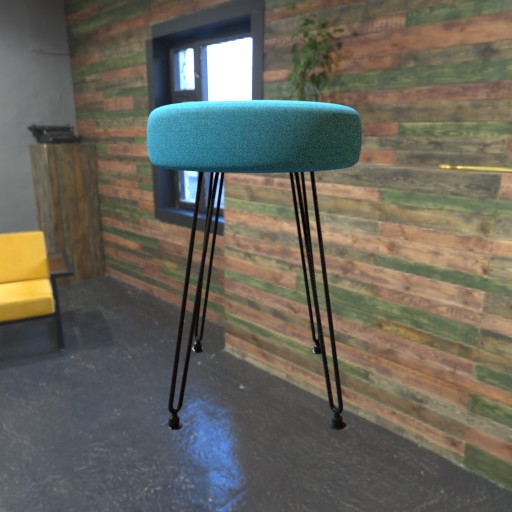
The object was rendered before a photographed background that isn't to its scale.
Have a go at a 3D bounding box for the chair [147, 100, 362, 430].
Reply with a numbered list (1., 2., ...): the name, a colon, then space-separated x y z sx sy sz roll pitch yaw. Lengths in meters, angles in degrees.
1. chair: 0.000 0.000 0.681 0.350 0.440 0.350 -14 21 -42
